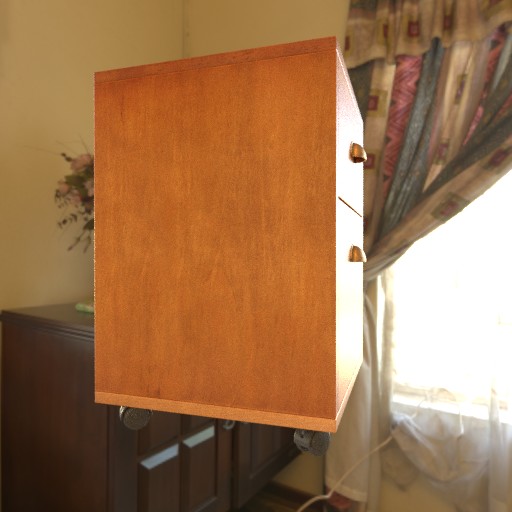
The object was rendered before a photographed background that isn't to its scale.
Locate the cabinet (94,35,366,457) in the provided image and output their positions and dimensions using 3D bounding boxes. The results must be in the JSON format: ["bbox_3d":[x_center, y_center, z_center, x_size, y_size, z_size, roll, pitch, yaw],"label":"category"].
[{"bbox_3d":[0.000,0.000,0.829,0.401,0.579,0.409,0,1,18],"label":"cabinet"}]
